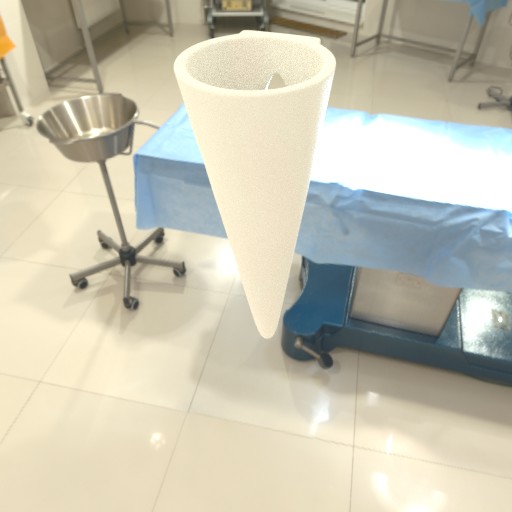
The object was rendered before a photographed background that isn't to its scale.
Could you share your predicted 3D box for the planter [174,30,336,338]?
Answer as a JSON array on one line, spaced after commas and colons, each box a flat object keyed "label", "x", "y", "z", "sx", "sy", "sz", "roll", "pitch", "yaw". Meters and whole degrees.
[{"label": "planter", "x": 0.000, "y": 0.000, "z": 0.225, "sx": 0.057, "sy": 0.193, "sz": 0.064, "roll": 13, "pitch": 44, "yaw": 14}]
